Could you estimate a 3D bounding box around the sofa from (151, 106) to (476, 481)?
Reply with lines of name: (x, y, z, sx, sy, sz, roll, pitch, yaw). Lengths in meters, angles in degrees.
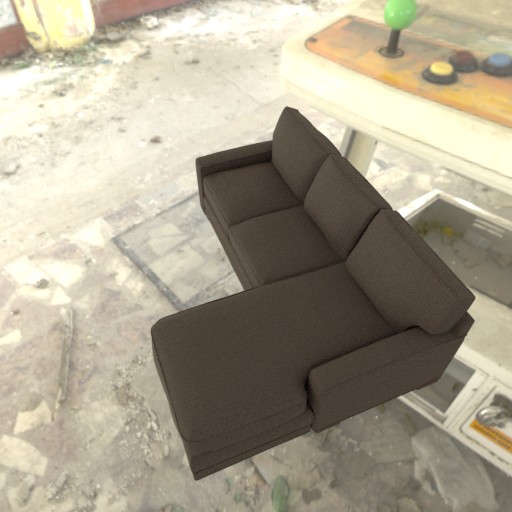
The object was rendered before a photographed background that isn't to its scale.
sofa: (0.000, 0.000, 3.248, 1.790, 0.973, 2.370, -17, 49, -15)
